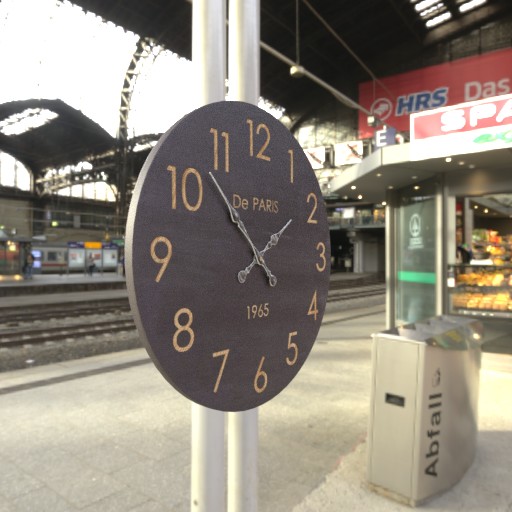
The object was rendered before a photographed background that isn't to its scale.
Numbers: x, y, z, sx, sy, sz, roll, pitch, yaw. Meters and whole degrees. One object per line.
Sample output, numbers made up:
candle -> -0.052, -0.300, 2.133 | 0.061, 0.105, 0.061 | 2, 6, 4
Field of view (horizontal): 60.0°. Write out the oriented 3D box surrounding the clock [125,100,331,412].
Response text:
clock -> 0.000, 0.000, 0.881 | 0.029, 0.595, 0.595 | -1, -1, 38
